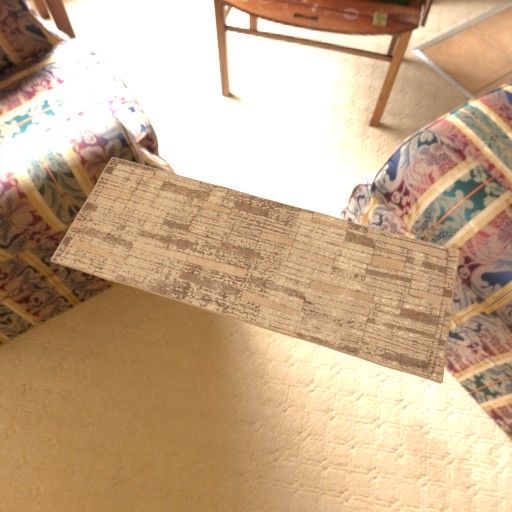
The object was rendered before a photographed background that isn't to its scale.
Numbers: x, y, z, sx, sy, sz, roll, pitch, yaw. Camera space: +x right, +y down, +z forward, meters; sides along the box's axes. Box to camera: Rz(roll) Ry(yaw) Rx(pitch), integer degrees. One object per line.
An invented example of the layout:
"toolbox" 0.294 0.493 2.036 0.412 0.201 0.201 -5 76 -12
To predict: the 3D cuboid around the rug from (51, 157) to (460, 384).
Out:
"rug" 0.000 0.000 2.727 2.383 0.018 0.857 16 64 8
